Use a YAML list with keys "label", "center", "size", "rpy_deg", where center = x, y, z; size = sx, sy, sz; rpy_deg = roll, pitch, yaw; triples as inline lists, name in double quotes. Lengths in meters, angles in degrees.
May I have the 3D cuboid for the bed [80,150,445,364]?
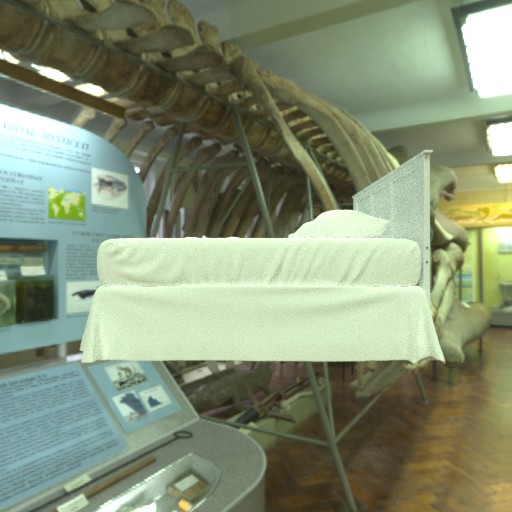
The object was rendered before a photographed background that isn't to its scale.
- label: "bed"
  center: [0.000, 0.000, 3.652]
  size: [2.215, 1.273, 2.317]
  rpy_deg: [0, 0, 0]
